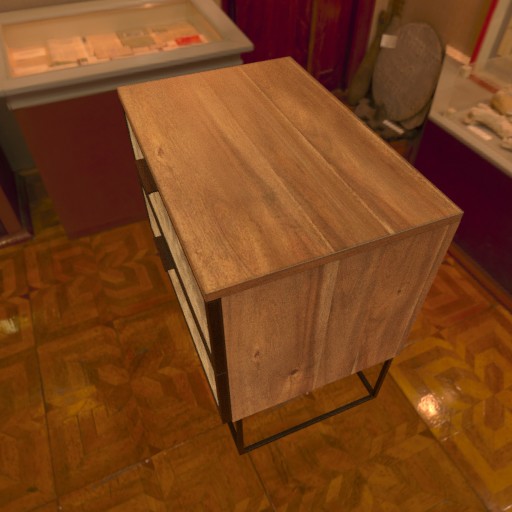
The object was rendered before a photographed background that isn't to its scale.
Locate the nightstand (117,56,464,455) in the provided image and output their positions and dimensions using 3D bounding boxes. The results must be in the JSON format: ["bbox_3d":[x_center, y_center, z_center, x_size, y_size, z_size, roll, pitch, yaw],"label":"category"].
[{"bbox_3d":[0.000,0.000,1.022,0.427,0.611,0.605,-17,49,-15],"label":"nightstand"}]
